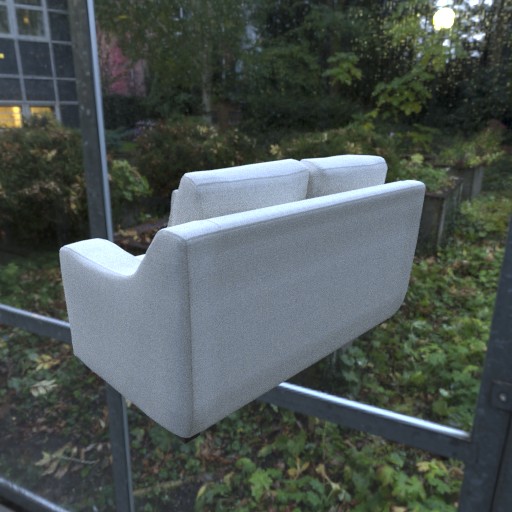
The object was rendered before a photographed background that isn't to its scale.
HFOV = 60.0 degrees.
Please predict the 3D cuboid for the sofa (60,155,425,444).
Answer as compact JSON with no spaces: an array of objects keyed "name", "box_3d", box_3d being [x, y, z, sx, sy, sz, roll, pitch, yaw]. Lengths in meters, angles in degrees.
[{"name":"sofa","box_3d":[0.000,0.000,2.368,1.040,1.047,1.744,16,23,42]}]
